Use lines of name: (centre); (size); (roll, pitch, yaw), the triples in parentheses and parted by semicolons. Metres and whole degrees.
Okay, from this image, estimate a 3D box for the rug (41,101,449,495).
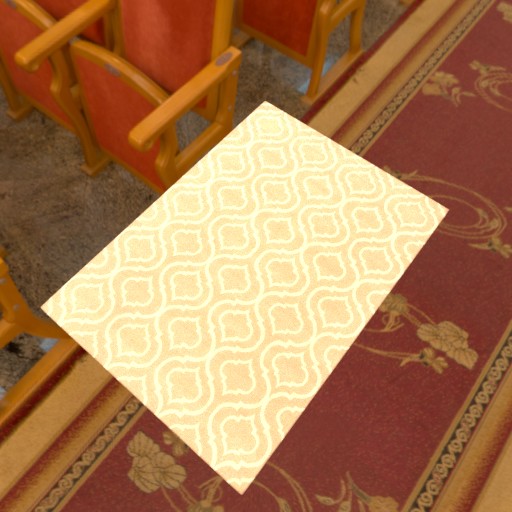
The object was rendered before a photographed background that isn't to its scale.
rug: (0.000, 0.000, 4.347); (2.438, 0.010, 3.353); (36, 69, 16)
